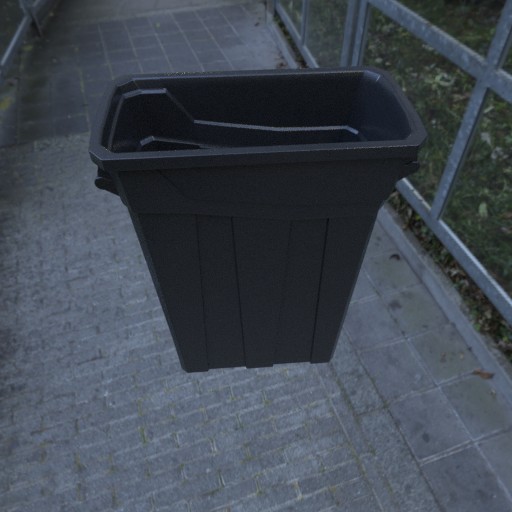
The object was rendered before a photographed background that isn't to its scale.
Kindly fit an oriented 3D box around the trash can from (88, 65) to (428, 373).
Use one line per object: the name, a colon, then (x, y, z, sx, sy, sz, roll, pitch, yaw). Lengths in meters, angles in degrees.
trash can: (0.000, 0.000, 1.045, 0.559, 0.762, 0.281, -3, 47, -3)
